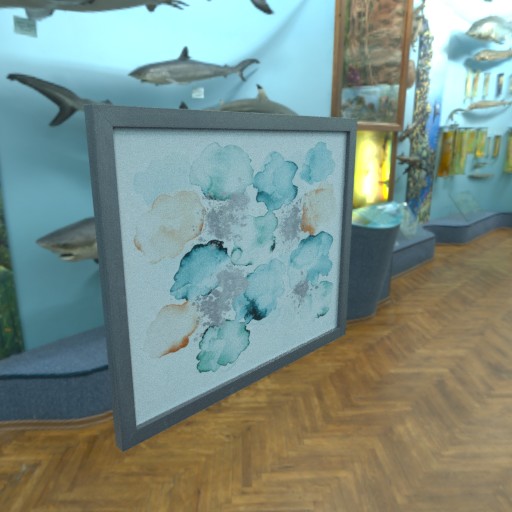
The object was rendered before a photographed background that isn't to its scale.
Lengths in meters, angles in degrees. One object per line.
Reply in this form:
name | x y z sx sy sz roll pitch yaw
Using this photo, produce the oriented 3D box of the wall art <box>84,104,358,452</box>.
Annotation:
wall art | 0.000 0.000 0.911 0.026 0.558 0.660 14 21 43
